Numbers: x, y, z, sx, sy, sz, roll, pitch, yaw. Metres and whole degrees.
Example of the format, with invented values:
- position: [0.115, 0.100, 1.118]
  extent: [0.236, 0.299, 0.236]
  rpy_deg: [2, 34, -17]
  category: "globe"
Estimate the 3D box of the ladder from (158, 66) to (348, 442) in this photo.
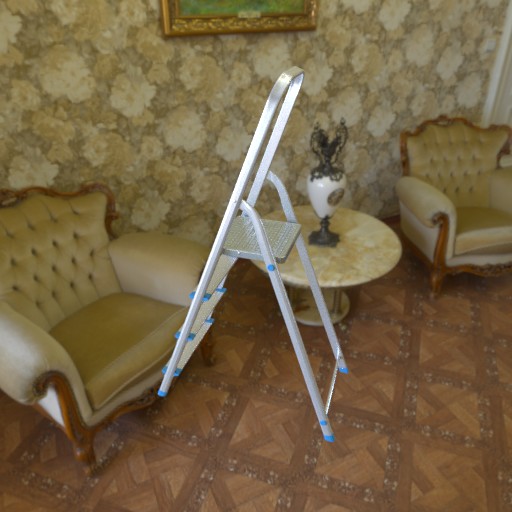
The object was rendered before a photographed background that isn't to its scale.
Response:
- position: [0.000, 0.000, 1.814]
  extent: [0.842, 1.434, 0.445]
  rpy_deg: [9, 31, 16]
  category: "ladder"
